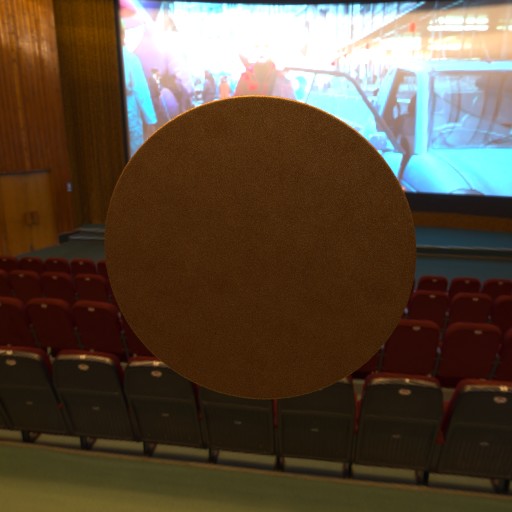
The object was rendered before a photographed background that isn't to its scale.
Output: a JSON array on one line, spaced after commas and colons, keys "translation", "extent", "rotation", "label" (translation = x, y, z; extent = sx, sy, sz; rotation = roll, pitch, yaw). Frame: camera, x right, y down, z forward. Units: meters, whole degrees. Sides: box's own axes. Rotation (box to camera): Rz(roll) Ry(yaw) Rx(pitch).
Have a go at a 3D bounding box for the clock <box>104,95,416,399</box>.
[{"translation": [0.000, 0.000, 0.462], "extent": [0.314, 0.314, 0.040], "rotation": [2, 15, 7], "label": "clock"}]
